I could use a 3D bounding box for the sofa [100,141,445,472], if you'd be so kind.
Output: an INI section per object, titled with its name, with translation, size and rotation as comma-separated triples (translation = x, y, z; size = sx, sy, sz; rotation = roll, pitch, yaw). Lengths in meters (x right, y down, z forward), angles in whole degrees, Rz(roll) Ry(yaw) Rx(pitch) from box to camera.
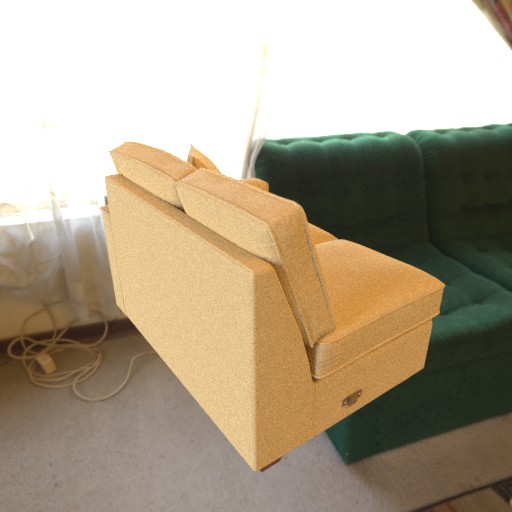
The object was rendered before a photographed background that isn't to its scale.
[sofa]
translation = 0.000, 0.000, 2.068
size = 0.991, 0.989, 1.388
rotation = -17, 30, -32
